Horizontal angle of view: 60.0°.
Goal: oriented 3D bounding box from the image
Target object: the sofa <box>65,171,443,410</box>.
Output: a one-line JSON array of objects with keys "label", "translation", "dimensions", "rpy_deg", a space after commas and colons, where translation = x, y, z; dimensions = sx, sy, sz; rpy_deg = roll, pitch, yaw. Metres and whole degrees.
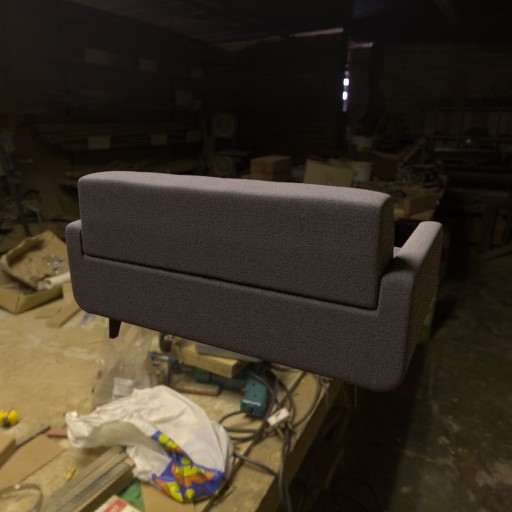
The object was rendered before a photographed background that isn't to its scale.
[{"label": "sofa", "translation": [0.000, 0.000, 2.202], "dimensions": [1.631, 0.841, 0.909], "rpy_deg": [9, 20, 26]}]
